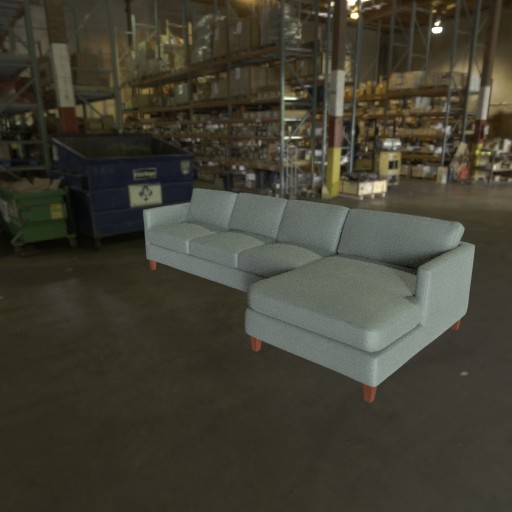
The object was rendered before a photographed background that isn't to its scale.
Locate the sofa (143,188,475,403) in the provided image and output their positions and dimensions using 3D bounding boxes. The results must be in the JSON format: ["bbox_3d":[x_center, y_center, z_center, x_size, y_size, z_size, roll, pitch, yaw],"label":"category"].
[{"bbox_3d":[0.000,0.000,4.237,3.471,0.950,1.604,14,21,41],"label":"sofa"}]
